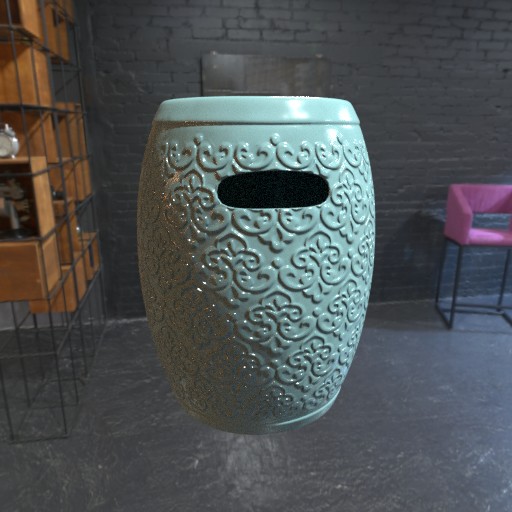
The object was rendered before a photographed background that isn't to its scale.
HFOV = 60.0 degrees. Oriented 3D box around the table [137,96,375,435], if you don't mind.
[{"bbox_3d":[0.000,0.000,0.602,0.309,0.397,0.309,0,16,0],"label":"table"}]
